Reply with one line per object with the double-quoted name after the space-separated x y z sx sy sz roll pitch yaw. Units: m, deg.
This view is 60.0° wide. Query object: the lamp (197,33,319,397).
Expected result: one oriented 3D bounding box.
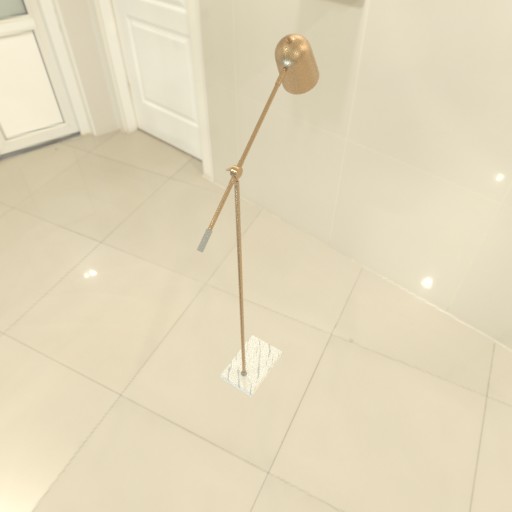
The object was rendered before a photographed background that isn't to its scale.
0.000 0.000 1.792 0.194 1.594 0.653 25 51 23 "lamp"
